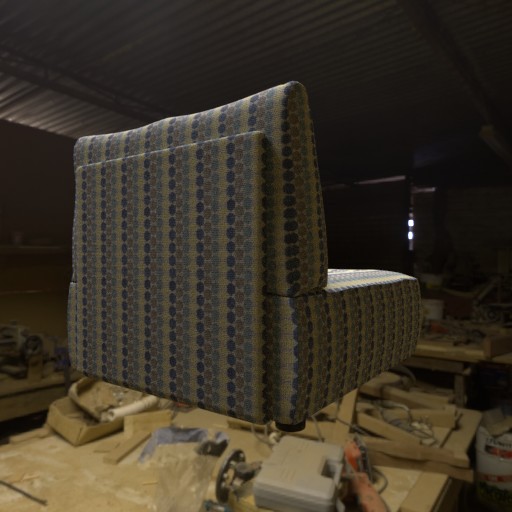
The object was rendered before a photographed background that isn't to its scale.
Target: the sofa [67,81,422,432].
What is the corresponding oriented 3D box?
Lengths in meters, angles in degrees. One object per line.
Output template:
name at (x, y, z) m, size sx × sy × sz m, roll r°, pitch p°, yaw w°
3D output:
sofa at (0.000, 0.000, 1.654) m, size 0.930 × 0.830 × 1.000 m, roll 0°, pitch 0°, yaw 36°
